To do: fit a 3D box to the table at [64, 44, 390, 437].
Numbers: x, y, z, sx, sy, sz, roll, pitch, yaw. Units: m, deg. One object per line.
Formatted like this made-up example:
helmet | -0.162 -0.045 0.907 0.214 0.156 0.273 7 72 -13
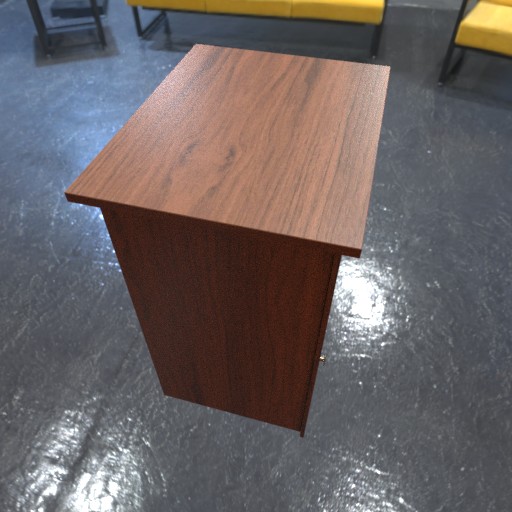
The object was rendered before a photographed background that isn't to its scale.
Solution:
table | 0.000 0.000 0.926 0.381 0.636 0.480 11 48 10
